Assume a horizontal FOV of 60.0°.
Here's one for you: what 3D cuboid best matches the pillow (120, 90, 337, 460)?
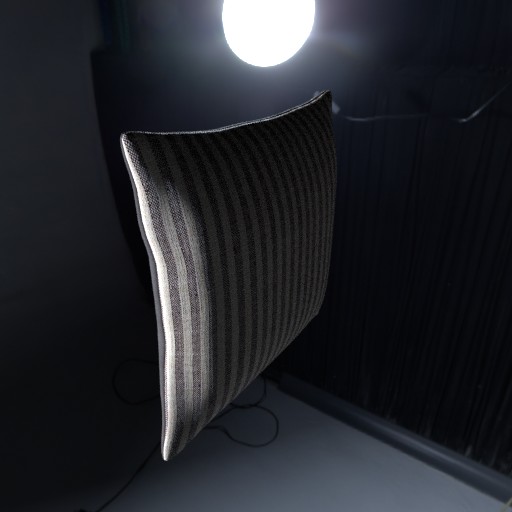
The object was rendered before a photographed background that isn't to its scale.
[{"bbox_3d":[0.000,0.000,0.780,0.166,0.506,0.523,17,31,30],"label":"pillow"}]
